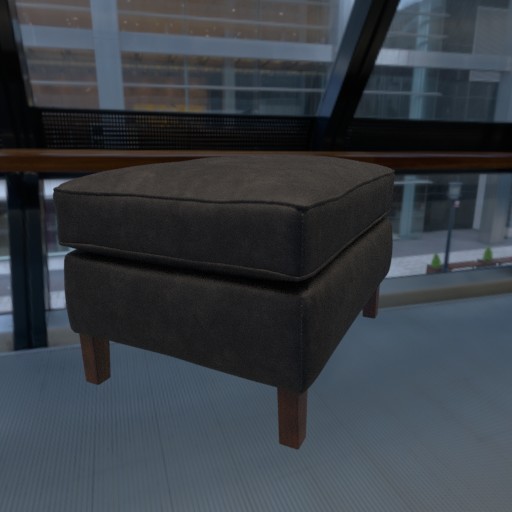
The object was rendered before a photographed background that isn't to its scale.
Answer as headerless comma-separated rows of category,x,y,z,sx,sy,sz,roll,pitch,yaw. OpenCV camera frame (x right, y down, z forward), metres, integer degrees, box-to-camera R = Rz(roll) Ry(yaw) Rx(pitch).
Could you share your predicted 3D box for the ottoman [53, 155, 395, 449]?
ottoman,0.000,0.000,0.967,0.501,0.413,0.665,7,17,25
